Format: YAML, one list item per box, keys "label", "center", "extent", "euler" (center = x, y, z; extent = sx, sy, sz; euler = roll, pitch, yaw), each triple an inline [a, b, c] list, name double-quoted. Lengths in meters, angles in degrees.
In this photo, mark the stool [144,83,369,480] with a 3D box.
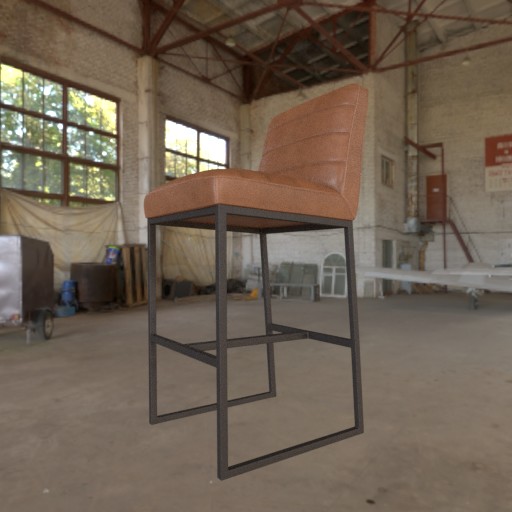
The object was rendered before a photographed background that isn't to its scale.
- label: "stool"
  center: [0.000, 0.000, 1.348]
  extent: [0.556, 1.040, 0.458]
  euler: [0, 0, -35]
